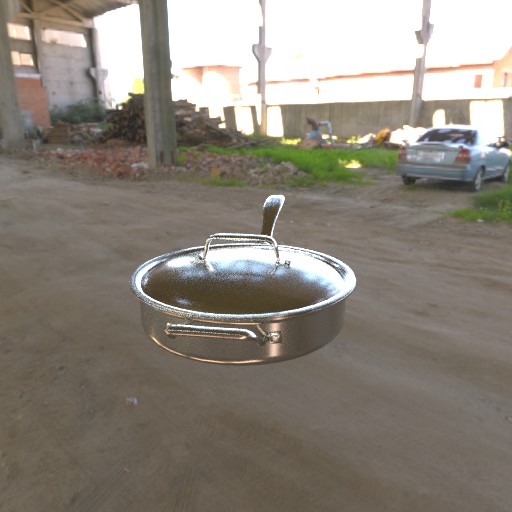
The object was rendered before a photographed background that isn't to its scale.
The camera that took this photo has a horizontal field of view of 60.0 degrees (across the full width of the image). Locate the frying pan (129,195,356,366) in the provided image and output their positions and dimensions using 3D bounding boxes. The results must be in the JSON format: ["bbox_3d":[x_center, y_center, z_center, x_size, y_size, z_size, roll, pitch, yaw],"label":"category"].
[{"bbox_3d":[0.000,0.000,0.662,0.280,0.114,0.561,3,17,9],"label":"frying pan"}]
